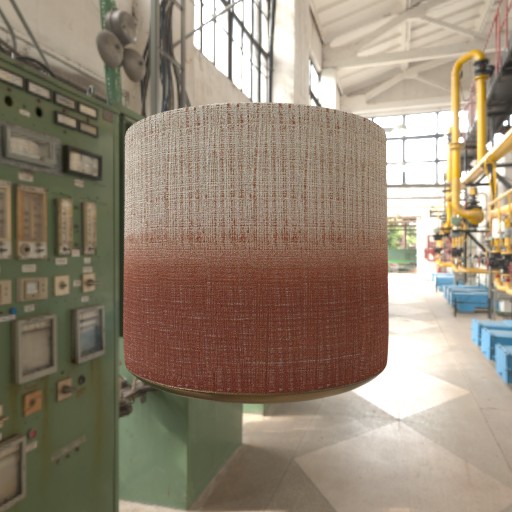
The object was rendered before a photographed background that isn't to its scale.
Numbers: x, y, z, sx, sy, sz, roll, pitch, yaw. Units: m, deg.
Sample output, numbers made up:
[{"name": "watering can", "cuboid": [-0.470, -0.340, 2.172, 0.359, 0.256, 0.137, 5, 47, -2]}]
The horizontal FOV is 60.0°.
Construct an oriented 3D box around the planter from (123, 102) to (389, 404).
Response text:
[{"name": "planter", "cuboid": [0.000, 0.000, 0.309, 0.178, 0.157, 0.178, 0, 1, 0]}]
